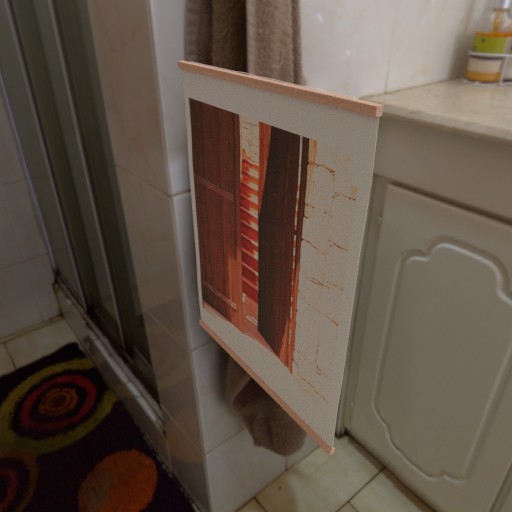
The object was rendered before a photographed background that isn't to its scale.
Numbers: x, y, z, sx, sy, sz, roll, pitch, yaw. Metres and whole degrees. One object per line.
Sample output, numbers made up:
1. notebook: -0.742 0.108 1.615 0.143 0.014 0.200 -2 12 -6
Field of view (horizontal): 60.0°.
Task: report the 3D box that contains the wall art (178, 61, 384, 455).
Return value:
1. wall art: 0.000 0.000 1.324 0.020 1.013 0.758 -21 37 -31
